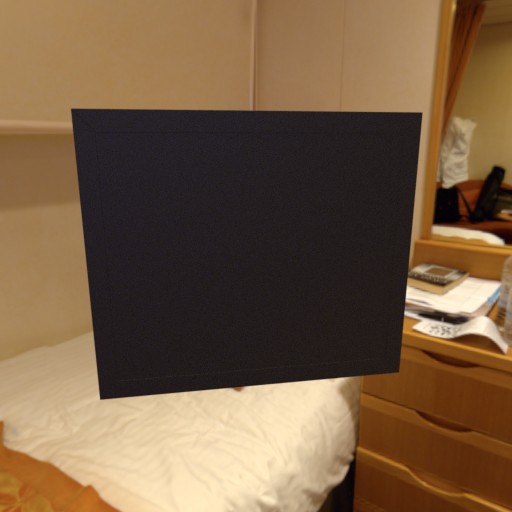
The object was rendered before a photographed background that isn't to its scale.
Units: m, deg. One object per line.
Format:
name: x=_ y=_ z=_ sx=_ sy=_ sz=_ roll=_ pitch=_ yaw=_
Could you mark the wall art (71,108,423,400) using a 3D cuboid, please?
wall art: x=0.000 y=0.000 z=0.531 sx=0.381 sy=0.330 sz=0.029 roll=-2 pitch=15 yaw=-9
